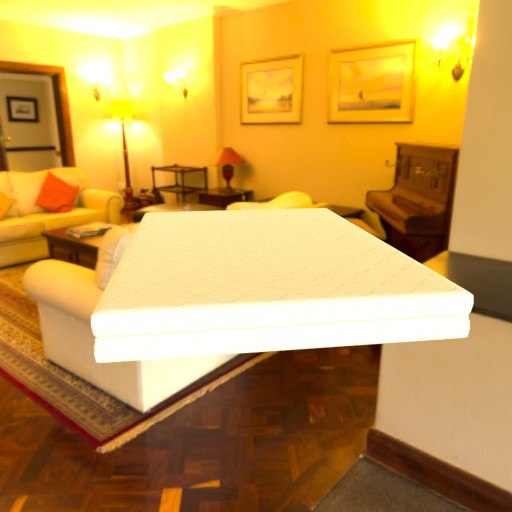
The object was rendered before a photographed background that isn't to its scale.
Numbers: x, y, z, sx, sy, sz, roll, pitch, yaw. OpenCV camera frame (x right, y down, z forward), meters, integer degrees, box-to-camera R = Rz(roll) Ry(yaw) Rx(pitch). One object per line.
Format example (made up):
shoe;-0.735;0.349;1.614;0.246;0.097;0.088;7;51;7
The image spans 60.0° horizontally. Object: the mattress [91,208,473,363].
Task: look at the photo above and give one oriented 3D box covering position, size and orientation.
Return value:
mattress;0.000;0.000;2.503;1.400;0.200;1.900;-2;16;-8
